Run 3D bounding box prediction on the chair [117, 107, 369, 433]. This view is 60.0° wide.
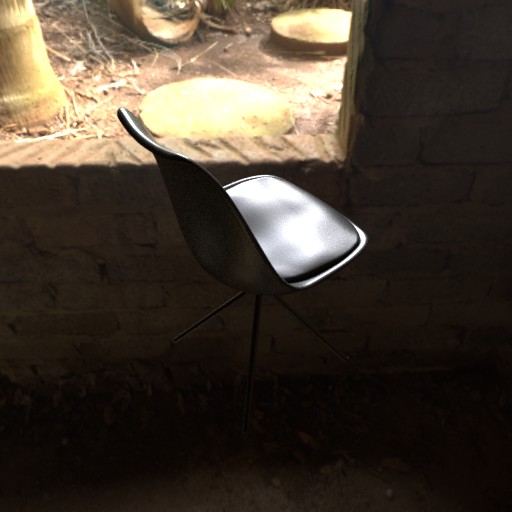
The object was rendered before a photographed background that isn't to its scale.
[{"bbox_3d":[0.000,0.000,1.177,0.525,0.850,0.461,-26,48,-27],"label":"chair"}]
